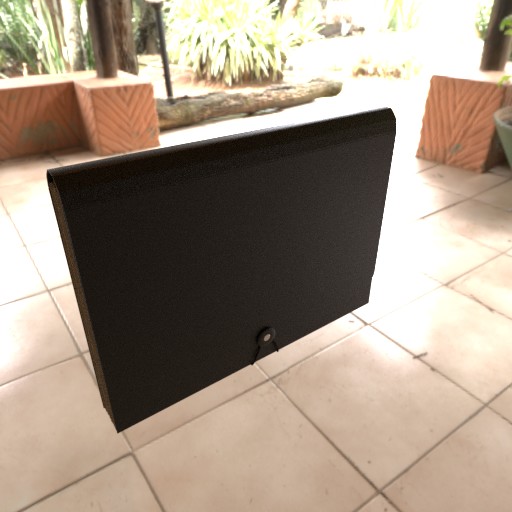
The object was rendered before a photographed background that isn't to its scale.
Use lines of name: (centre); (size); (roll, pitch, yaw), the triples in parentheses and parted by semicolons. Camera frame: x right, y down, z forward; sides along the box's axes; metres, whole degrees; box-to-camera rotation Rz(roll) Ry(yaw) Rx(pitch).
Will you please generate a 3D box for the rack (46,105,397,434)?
rack: (0.000, 0.000, 0.430); (0.330, 0.241, 0.041); (-20, 36, -31)
